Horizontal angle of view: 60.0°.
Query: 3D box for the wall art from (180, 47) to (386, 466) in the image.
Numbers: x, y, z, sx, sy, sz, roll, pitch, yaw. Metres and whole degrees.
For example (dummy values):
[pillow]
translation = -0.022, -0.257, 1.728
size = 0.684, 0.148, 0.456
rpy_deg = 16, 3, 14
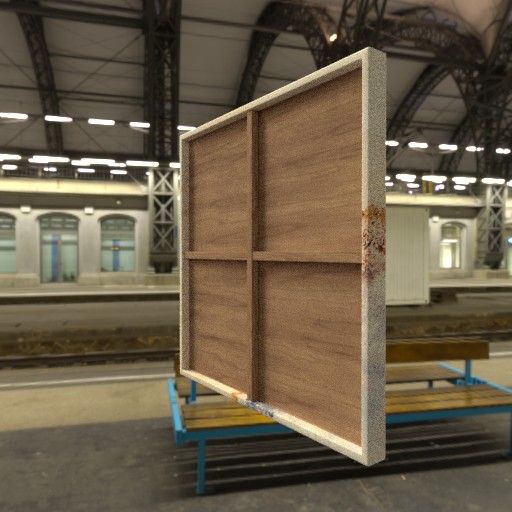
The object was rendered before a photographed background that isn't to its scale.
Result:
[wall art]
translation = 0.000, 0.000, 1.566
size = 0.071, 1.061, 1.061
rpy_deg = 0, 1, -36
